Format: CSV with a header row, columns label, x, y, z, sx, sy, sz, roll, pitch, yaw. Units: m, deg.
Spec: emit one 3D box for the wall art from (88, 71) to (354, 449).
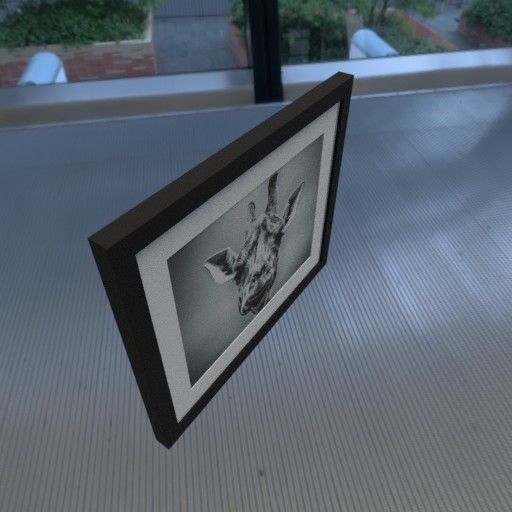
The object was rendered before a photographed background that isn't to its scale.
label,x,y,z,sx,sy,sz,roll,pitch,yaw
wall art,0.000,0.000,0.771,0.031,0.457,0.558,25,49,25
